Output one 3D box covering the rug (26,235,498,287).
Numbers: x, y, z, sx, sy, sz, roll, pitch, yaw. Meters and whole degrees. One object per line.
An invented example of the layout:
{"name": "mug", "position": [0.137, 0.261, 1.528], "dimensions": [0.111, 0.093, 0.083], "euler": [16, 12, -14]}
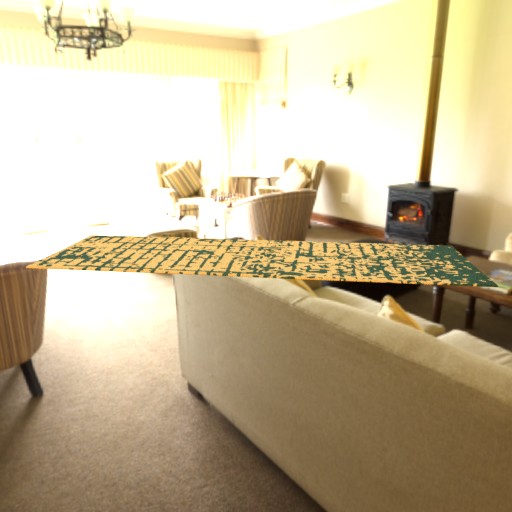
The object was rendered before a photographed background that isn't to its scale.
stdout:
{"name": "rug", "position": [0.000, 0.000, 2.623], "dimensions": [2.435, 0.011, 0.750], "euler": [2, 16, 7]}
